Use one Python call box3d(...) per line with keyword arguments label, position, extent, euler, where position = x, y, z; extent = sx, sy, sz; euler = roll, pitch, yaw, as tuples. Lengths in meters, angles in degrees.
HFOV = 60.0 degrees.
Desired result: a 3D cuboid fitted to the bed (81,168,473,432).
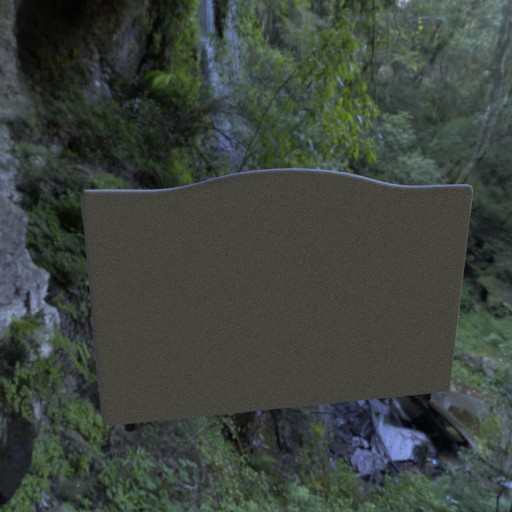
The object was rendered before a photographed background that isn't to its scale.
box3d(label="bed", position=(0.000, 0.000, 3.449), extent=(2.083, 1.421, 2.182), euler=(-2, 14, -10))
